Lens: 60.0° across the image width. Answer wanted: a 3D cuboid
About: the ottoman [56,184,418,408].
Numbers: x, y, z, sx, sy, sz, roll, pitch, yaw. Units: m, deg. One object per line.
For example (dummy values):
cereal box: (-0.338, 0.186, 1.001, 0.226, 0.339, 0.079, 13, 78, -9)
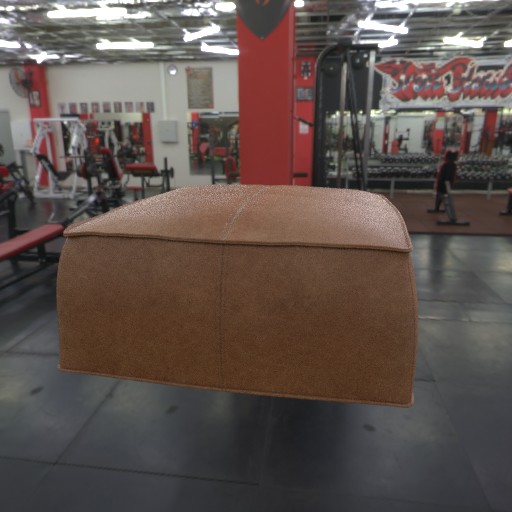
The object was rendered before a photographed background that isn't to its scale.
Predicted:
ottoman: (0.000, 0.000, 1.376, 0.901, 0.395, 0.902, 3, 16, 10)
